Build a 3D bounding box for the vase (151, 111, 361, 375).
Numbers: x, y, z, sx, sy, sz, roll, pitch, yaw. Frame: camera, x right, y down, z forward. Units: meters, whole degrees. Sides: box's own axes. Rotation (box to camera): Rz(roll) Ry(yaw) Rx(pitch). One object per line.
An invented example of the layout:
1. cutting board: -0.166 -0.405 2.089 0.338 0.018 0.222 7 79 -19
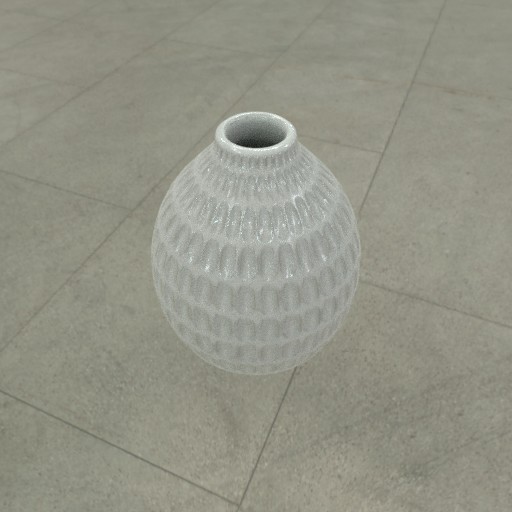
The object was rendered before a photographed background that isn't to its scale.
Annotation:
1. vase: 0.000 0.000 0.350 0.162 0.223 0.162 0 47 0
